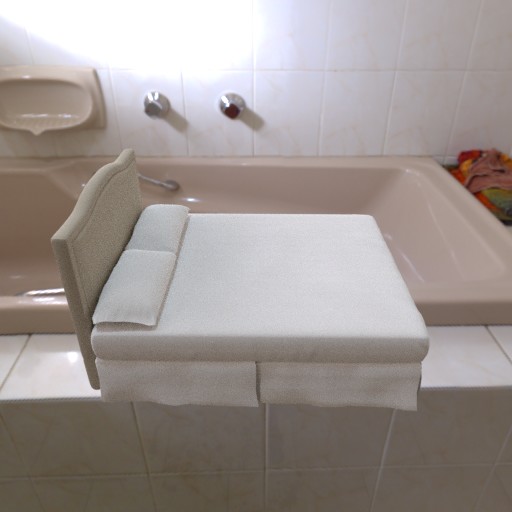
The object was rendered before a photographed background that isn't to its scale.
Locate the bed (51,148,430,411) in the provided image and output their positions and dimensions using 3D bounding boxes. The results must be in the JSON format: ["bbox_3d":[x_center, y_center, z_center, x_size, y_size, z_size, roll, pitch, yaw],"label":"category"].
[{"bbox_3d":[0.000,0.000,3.706,2.477,1.437,1.977,0,32,1],"label":"bed"}]
